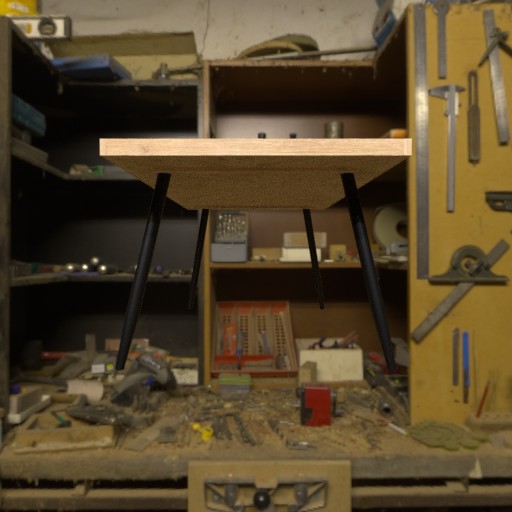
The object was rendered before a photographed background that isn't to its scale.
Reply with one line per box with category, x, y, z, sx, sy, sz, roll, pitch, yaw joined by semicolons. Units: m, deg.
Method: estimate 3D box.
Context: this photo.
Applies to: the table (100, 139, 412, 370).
table;0.000;0.000;2.313;0.991;0.762;1.803;0;1;0
